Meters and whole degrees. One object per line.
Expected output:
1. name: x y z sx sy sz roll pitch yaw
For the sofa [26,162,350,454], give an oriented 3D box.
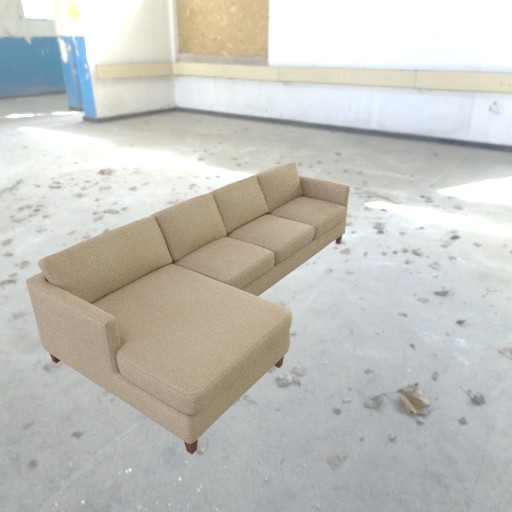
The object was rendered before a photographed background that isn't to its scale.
1. sofa: 0.000 0.000 3.769 1.502 0.876 3.201 18 31 32
